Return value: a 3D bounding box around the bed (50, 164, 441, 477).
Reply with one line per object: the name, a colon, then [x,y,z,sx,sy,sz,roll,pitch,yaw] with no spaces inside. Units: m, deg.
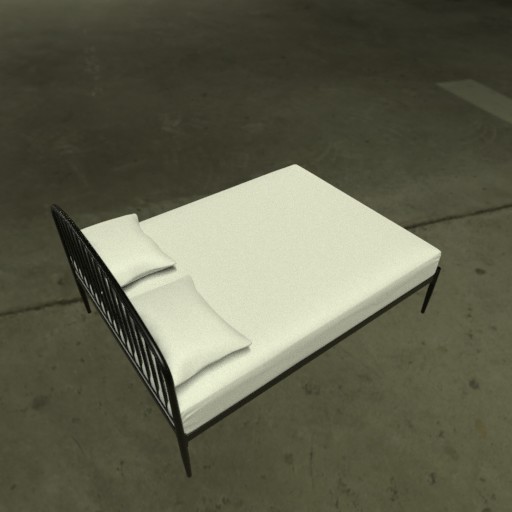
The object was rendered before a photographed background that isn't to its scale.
bed: [0.000,0.000,3.135,2.159,1.166,1.618,-26,46,-27]
